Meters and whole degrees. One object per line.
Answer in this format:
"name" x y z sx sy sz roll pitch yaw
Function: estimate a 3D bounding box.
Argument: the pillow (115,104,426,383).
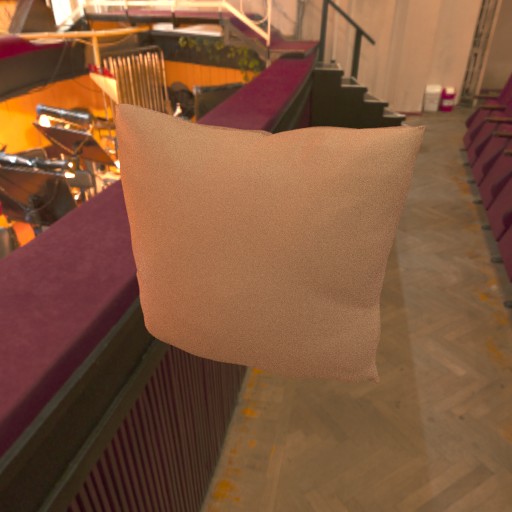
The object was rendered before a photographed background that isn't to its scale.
"pillow" 0.000 0.000 0.715 0.450 0.448 0.245 9 32 15
